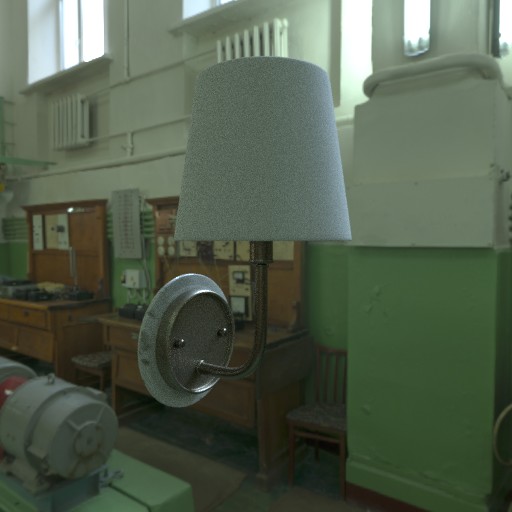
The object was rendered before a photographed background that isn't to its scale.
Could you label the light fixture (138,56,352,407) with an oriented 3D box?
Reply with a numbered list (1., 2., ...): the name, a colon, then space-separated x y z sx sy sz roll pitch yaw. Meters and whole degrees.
1. light fixture: 0.000 0.000 0.441 0.188 0.337 0.168 1 3 35
